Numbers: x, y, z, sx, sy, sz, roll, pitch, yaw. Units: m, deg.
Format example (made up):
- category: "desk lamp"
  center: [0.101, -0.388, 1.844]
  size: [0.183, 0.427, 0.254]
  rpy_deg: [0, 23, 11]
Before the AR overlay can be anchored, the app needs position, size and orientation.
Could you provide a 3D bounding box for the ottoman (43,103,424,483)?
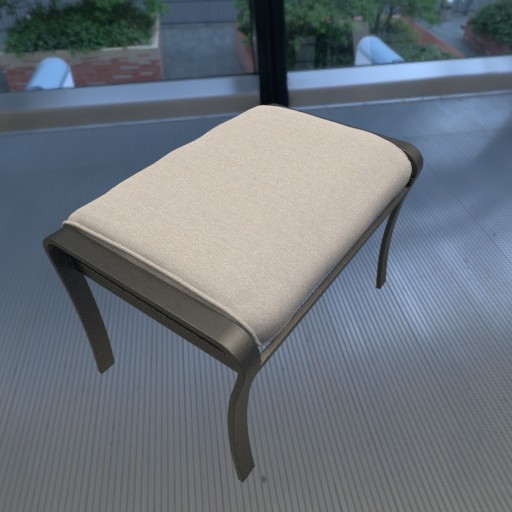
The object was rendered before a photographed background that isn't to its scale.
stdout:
- category: "ottoman"
  center: [0.000, 0.000, 0.900]
  size: [0.406, 0.422, 0.610]
  rpy_deg: [26, 48, 26]
